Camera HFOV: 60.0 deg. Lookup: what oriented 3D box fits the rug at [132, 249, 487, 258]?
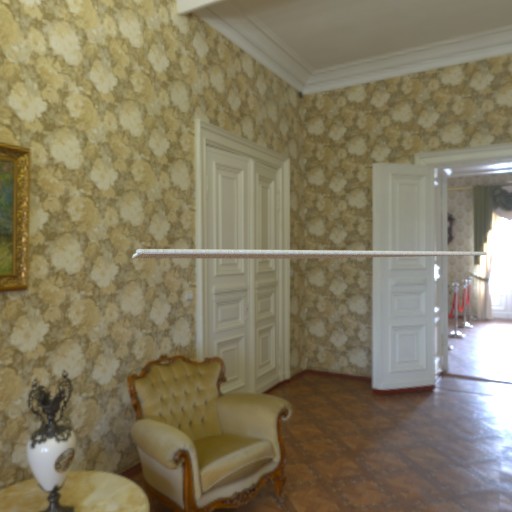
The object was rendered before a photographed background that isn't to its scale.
[{"bbox_3d":[0.000,0.000,2.316,1.238,0.014,1.848,0,-1,-16],"label":"rug"}]
